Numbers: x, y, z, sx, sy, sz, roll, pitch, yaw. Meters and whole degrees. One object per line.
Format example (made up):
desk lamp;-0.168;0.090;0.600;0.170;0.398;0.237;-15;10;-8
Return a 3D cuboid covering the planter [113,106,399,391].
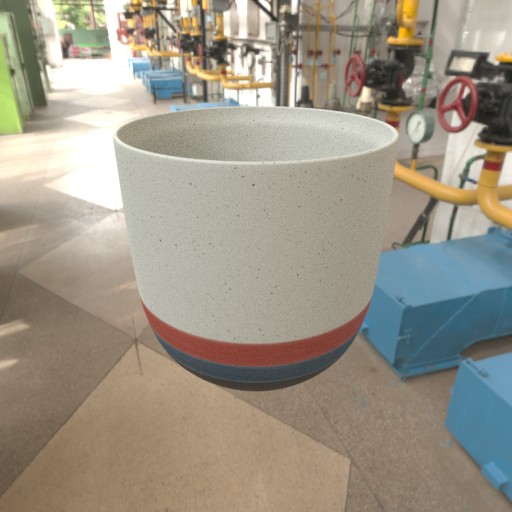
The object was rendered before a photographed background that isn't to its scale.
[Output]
planter;0.000;0.000;0.375;0.204;0.214;0.204;0;27;0
